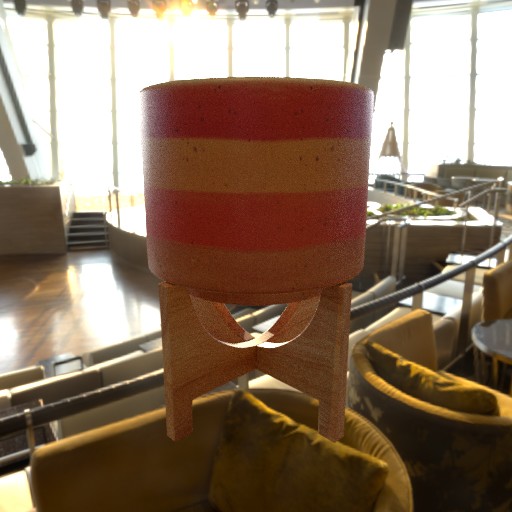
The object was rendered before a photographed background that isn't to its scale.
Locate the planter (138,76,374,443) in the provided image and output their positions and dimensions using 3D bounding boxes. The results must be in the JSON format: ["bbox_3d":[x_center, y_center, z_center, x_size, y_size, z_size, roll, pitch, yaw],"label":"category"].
[{"bbox_3d":[0.000,0.000,0.544,0.269,0.379,0.269,0,14,0],"label":"planter"}]
